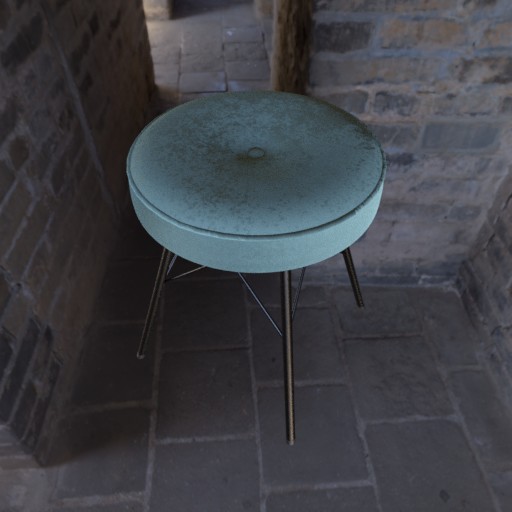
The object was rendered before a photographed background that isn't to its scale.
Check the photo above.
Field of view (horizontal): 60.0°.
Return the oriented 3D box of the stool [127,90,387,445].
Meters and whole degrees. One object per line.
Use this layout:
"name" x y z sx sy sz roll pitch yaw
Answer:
"stool" 0.000 0.000 0.879 0.457 0.519 0.458 30 54 26
